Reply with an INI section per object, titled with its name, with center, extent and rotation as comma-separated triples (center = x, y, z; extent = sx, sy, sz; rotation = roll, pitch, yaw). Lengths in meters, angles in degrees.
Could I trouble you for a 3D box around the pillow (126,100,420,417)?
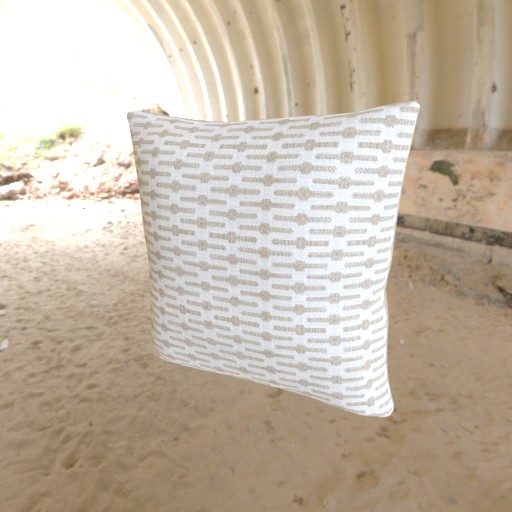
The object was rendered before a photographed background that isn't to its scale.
[pillow]
center = 0.000, 0.000, 0.767
extent = 0.496, 0.491, 0.219
rotation = 7, 16, 25
